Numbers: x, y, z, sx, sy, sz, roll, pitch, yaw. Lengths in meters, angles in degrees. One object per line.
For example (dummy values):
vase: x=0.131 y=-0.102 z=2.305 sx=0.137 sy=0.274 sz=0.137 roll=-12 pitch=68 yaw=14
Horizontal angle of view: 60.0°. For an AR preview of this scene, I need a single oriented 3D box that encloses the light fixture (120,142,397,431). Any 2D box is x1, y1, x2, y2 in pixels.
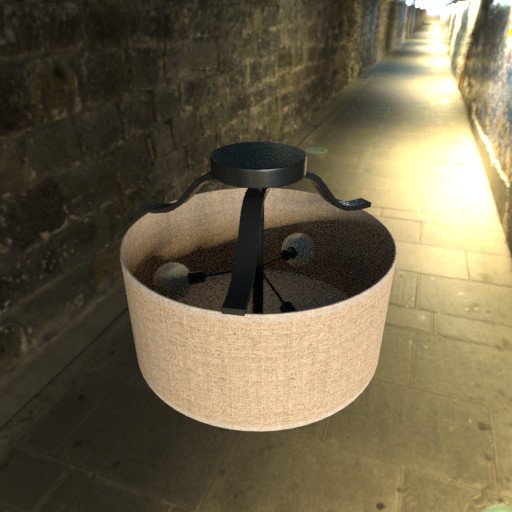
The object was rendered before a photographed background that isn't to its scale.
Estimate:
light fixture: x=0.000 y=0.000 z=0.652 sx=0.390 sy=0.306 sz=0.390 roll=0 pitch=29 yaw=0
